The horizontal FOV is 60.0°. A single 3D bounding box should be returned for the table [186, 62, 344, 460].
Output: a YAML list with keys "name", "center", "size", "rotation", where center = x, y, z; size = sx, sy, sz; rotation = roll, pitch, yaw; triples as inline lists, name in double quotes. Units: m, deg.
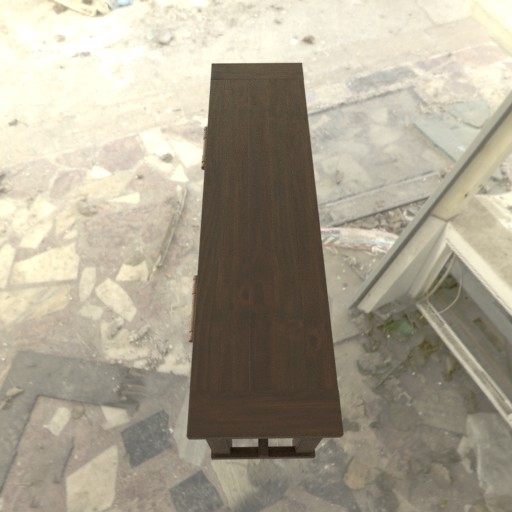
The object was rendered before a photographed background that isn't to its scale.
- name: "table"
  center: [0.000, 0.000, 1.907]
  size: [0.442, 0.762, 1.599]
  rotation: [-1, 58, 0]
